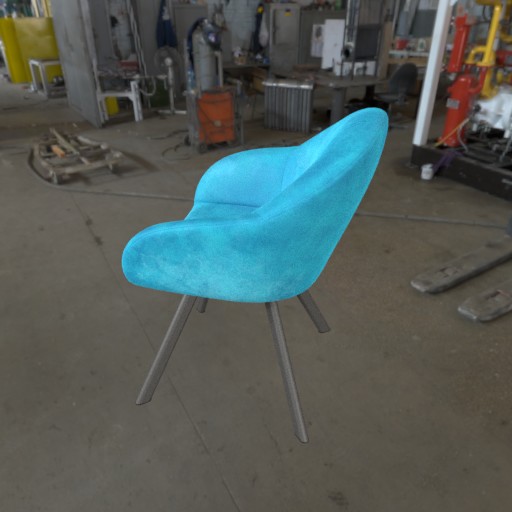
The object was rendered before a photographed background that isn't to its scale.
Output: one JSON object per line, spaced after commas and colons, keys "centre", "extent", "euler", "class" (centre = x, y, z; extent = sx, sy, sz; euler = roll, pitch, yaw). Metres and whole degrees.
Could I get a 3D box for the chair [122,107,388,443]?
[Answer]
{"centre": [0.000, 0.000, 1.206], "extent": [0.590, 0.795, 0.550], "euler": [8, 31, 13], "class": "chair"}
